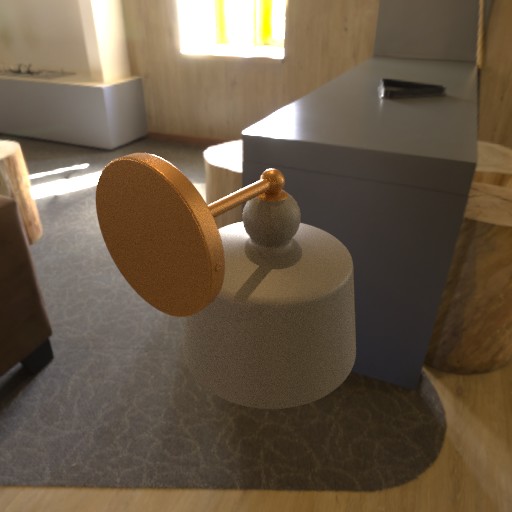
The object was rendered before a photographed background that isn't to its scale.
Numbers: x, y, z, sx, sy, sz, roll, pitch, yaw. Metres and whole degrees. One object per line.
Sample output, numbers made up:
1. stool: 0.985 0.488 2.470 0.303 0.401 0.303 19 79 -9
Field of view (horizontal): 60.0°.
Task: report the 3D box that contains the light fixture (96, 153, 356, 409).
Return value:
1. light fixture: 0.000 0.000 0.445 0.204 0.268 0.254 22 37 32
